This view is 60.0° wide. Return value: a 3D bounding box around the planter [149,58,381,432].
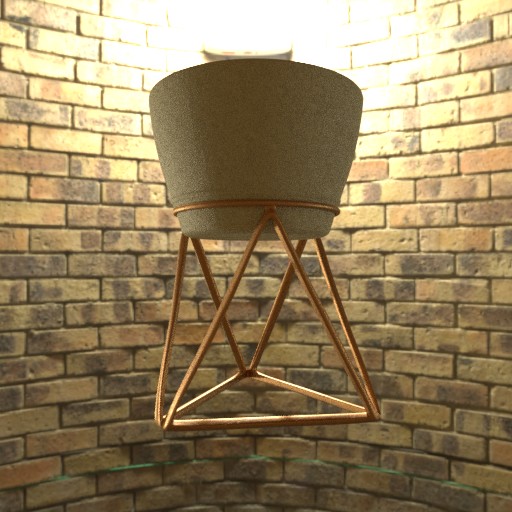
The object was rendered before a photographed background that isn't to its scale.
[{"bbox_3d":[0.000,0.000,0.739,0.350,0.504,0.350,1,-1,-37],"label":"planter"}]
